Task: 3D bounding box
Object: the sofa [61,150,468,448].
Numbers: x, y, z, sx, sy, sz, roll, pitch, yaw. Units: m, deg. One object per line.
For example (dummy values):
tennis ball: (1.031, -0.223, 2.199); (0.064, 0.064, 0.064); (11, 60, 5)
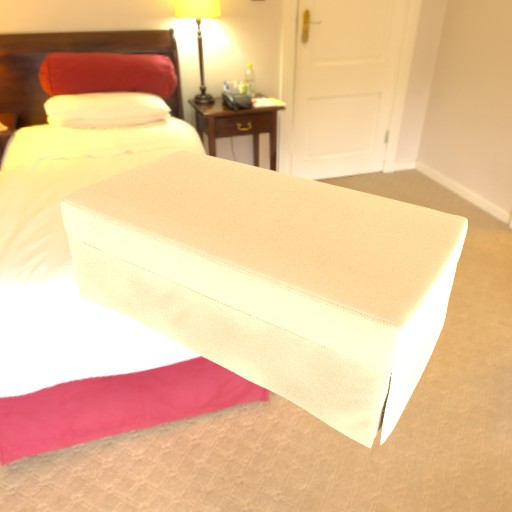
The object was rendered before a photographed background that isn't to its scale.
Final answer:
sofa: (0.000, 0.000, 2.096); (1.677, 0.552, 0.939); (20, 37, 28)
